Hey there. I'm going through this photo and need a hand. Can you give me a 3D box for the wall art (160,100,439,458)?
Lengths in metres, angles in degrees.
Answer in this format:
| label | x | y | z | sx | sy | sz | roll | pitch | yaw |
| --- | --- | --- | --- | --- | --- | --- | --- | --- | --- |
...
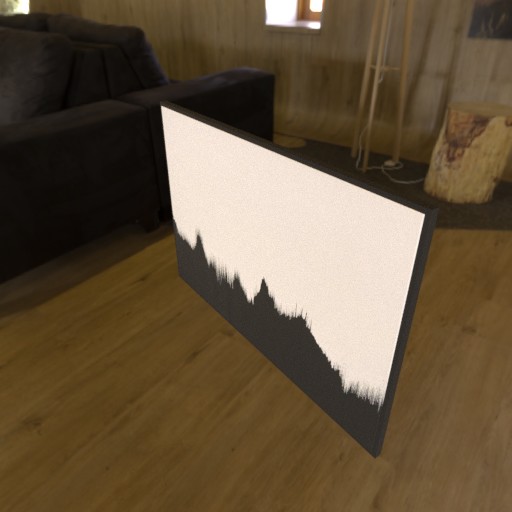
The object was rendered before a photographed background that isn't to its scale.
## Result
| label | x | y | z | sx | sy | sz | roll | pitch | yaw |
| --- | --- | --- | --- | --- | --- | --- | --- | --- | --- |
| wall art | 0.000 | 0.000 | 1.499 | 0.028 | 0.805 | 1.190 | -22 | 38 | -31 |
